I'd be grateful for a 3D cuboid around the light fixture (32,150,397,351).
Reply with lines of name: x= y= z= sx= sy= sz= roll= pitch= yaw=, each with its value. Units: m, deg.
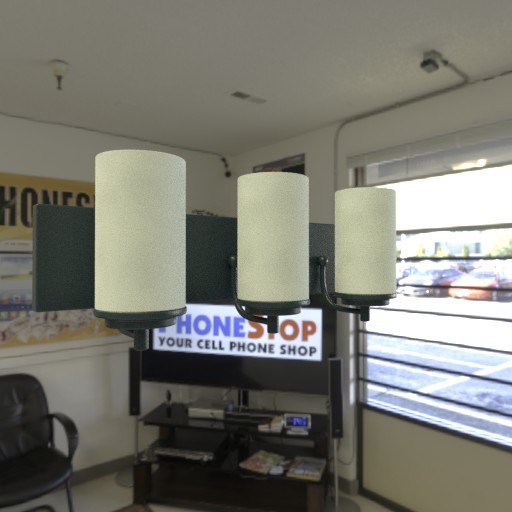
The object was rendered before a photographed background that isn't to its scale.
light fixture: x=0.000 y=0.000 z=0.521 sx=0.451 sy=0.172 sz=0.145 roll=0 pitch=-1 yaw=-37
